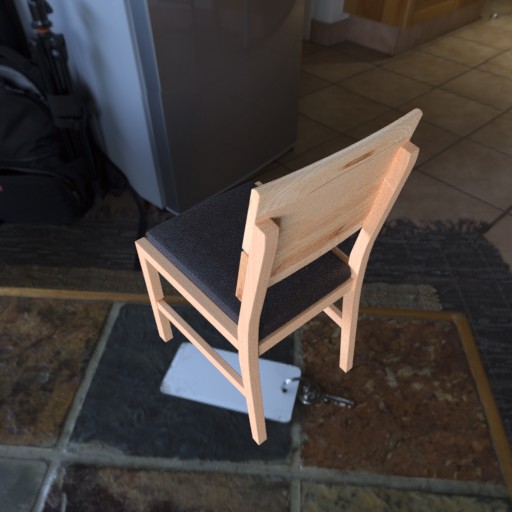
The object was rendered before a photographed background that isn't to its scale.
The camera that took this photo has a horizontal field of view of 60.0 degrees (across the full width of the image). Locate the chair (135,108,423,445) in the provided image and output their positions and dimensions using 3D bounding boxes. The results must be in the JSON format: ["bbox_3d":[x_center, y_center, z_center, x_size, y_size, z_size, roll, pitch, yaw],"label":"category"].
[{"bbox_3d":[0.000,0.000,1.260,0.475,0.950,0.560,-30,52,-27],"label":"chair"}]
